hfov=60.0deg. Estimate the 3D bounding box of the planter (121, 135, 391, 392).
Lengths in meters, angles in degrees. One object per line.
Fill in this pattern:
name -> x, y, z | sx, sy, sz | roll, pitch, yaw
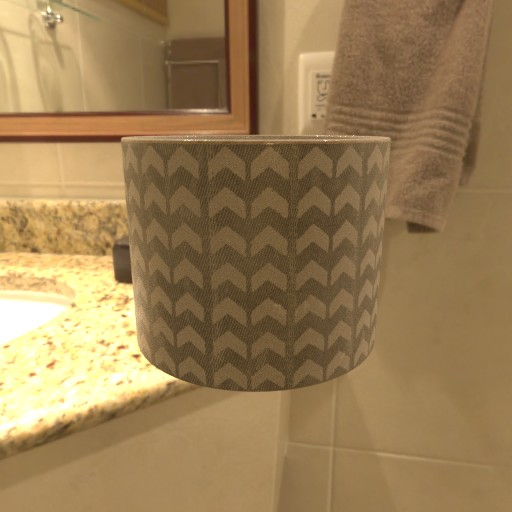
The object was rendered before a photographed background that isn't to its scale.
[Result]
planter -> 0.000, 0.000, 0.460 | 0.250, 0.239, 0.250 | 0, 16, 0
